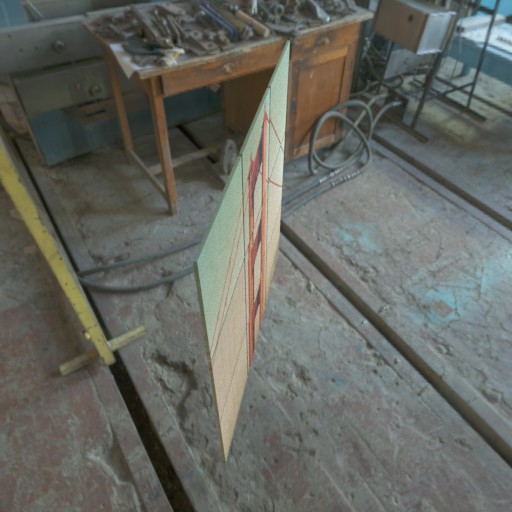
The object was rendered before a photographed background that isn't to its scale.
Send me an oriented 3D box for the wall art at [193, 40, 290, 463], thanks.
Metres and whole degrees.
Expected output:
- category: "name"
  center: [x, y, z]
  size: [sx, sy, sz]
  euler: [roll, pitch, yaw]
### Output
- category: "wall art"
  center: [0.000, 0.000, 2.227]
  size: [0.013, 1.523, 1.517]
  euler: [9, 47, 8]
